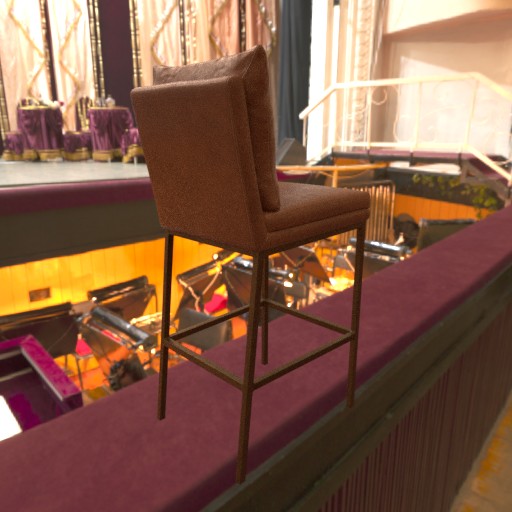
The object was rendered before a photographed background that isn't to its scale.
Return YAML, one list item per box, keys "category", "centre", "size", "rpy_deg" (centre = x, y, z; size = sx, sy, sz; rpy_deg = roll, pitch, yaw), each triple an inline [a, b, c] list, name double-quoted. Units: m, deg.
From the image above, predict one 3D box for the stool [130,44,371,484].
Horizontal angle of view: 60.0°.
- category: "stool"
  centre: [0.000, 0.000, 1.398]
  size: [0.571, 1.124, 0.463]
  rpy_deg: [-15, 21, -43]
